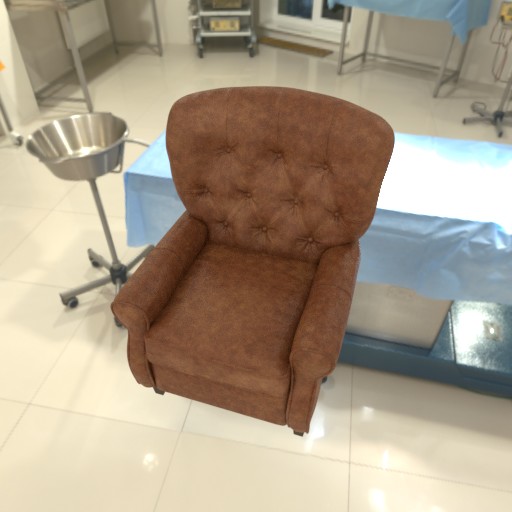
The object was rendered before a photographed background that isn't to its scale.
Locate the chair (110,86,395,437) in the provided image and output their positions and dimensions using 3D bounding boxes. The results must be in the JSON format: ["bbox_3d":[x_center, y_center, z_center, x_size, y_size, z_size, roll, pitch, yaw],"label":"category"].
[{"bbox_3d":[0.000,0.000,1.926,0.951,1.164,1.059,12,42,13],"label":"chair"}]
